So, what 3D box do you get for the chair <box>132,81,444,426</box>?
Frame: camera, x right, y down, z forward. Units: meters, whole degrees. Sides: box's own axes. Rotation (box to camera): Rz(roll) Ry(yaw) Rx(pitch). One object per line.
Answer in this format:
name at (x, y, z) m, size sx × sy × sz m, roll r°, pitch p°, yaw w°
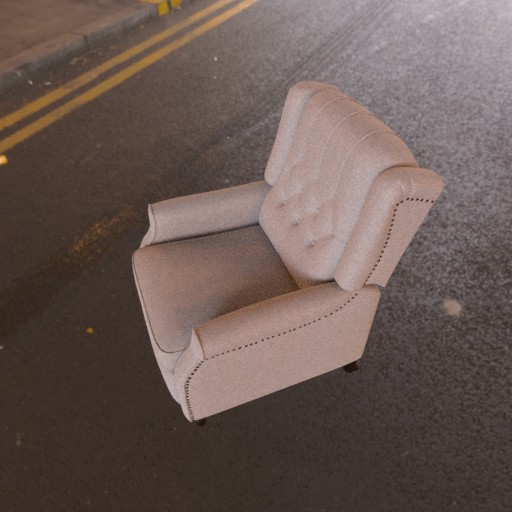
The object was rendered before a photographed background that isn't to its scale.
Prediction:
chair at (0.000, 0.000, 1.664) m, size 0.902 × 1.035 × 0.742 m, roll -16°, pitch 48°, yaw -15°
